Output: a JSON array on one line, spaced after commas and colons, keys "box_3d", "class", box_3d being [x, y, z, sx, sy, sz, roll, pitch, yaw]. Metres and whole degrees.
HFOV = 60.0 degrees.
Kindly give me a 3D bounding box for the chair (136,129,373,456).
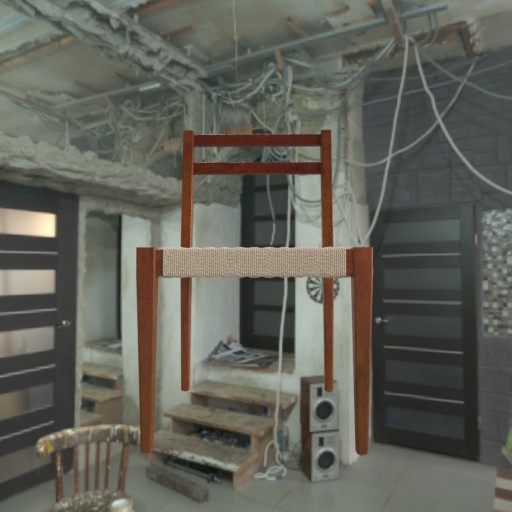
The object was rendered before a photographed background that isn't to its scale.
[{"box_3d": [0.000, 0.000, 1.210, 0.495, 0.851, 0.569, 0, -2, 1], "class": "chair"}]
